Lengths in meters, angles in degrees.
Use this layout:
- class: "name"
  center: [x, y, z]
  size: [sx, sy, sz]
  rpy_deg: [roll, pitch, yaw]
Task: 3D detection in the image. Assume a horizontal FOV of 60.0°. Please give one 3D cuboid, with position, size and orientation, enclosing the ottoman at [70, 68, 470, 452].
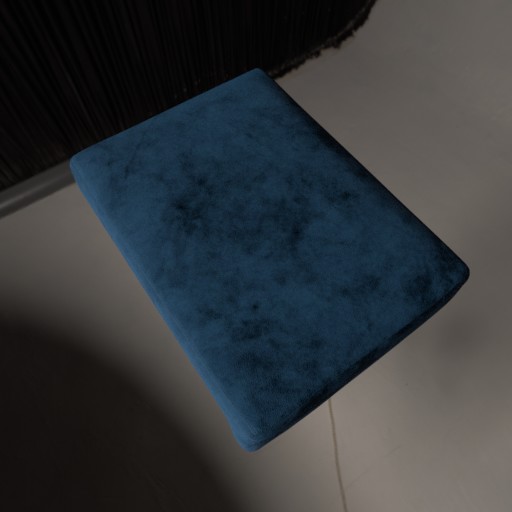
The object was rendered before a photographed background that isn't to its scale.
- class: "ottoman"
  center: [0.000, 0.000, 1.136]
  size: [0.572, 0.503, 0.773]
  rpy_deg: [-32, 67, -16]
